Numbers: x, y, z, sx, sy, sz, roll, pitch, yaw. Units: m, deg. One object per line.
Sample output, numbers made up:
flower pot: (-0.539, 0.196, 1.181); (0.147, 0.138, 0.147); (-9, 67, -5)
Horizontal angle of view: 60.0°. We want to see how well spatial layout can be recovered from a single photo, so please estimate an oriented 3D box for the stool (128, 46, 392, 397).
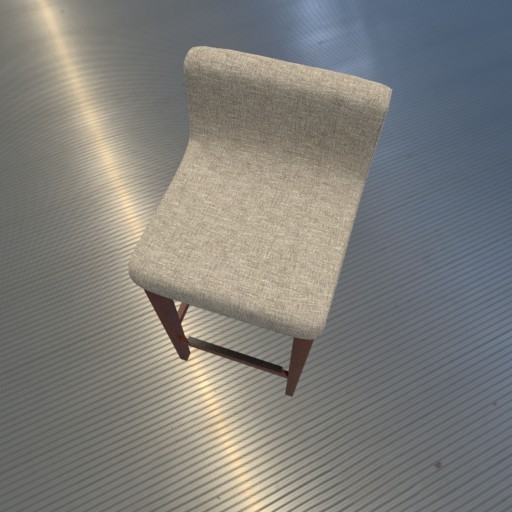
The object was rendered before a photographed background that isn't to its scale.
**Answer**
stool: (0.000, 0.000, 1.125); (0.417, 0.835, 0.459); (16, 60, 9)
